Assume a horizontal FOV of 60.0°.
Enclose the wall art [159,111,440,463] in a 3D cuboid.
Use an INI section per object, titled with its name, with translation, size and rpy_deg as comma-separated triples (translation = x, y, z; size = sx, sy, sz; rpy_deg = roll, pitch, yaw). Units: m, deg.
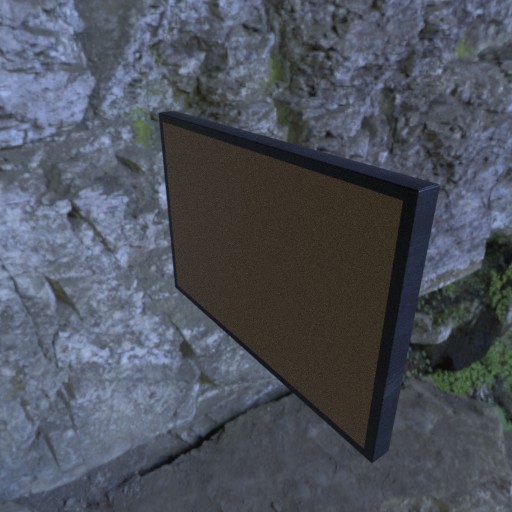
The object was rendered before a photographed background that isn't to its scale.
[wall art]
translation = 0.000, 0.000, 0.770
size = 0.038, 0.409, 0.610
rpy_deg = -18, 32, -32
